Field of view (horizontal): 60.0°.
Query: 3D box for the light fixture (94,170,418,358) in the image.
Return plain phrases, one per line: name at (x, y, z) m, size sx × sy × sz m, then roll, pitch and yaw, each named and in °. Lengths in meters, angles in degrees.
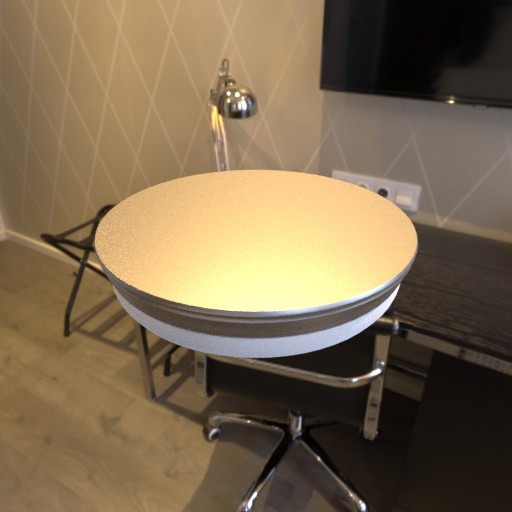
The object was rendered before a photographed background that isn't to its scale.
light fixture at (0.000, 0.000, 0.551) m, size 0.368 × 0.100 × 0.368 m, roll 0°, pitch 29°, yaw 0°
